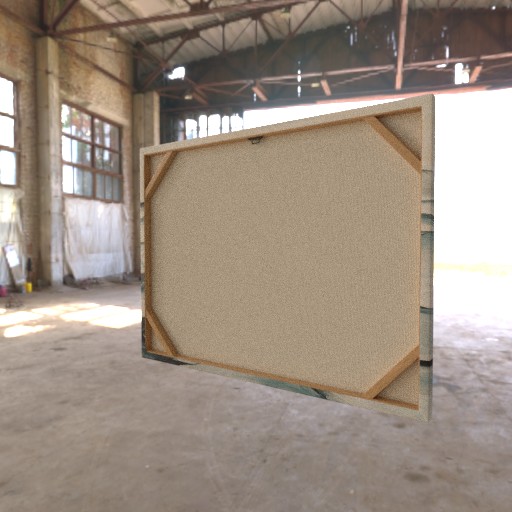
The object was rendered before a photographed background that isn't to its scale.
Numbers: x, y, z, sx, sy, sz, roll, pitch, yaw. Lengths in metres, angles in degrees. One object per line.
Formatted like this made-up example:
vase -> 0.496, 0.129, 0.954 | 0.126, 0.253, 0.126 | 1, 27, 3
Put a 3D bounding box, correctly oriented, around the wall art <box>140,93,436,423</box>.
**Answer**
wall art -> 0.000, 0.000, 1.597 | 1.219, 0.915, 0.039 | 1, 2, 36
